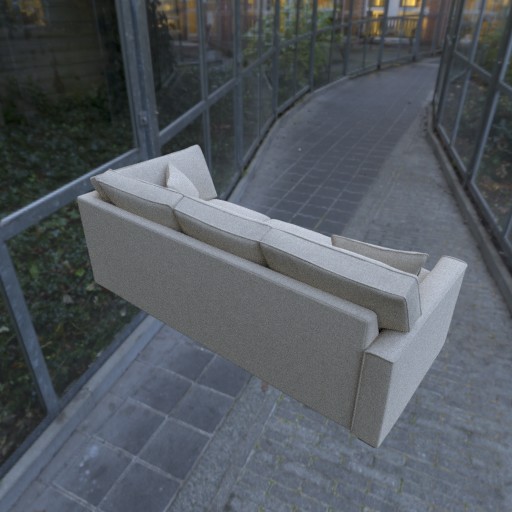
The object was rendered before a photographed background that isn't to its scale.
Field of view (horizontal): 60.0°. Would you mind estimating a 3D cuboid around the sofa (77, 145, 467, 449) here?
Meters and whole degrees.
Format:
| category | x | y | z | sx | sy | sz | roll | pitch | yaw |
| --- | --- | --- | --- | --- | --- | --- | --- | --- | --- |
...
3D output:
| category | x | y | z | sx | sy | sz | roll | pitch | yaw |
| --- | --- | --- | --- | --- | --- | --- | --- | --- | --- |
| sofa | 0.000 | 0.000 | 2.879 | 2.317 | 0.962 | 1.061 | 22 | 37 | 32 |
